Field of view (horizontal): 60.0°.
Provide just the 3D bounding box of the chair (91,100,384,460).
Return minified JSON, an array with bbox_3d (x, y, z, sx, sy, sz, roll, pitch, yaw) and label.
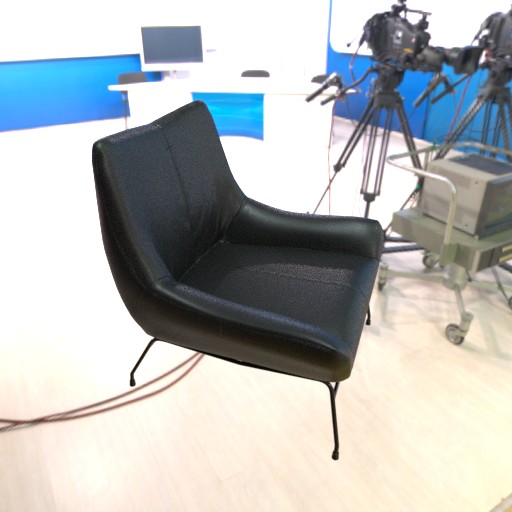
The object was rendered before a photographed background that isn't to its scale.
[{"bbox_3d":[0.000,0.000,1.585,0.826,0.922,0.836,11,31,18],"label":"chair"}]
